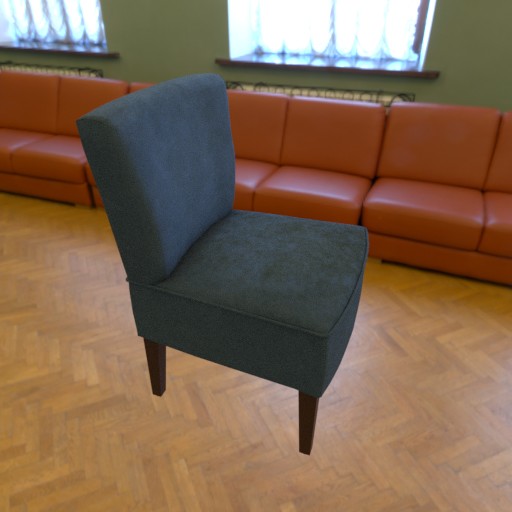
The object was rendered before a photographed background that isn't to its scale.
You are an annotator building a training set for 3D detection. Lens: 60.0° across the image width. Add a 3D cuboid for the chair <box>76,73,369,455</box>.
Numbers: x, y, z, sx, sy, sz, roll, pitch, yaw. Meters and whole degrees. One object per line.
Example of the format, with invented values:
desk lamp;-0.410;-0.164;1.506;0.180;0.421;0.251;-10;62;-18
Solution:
chair;0.000;0.000;1.149;0.551;0.806;0.521;11;33;17
